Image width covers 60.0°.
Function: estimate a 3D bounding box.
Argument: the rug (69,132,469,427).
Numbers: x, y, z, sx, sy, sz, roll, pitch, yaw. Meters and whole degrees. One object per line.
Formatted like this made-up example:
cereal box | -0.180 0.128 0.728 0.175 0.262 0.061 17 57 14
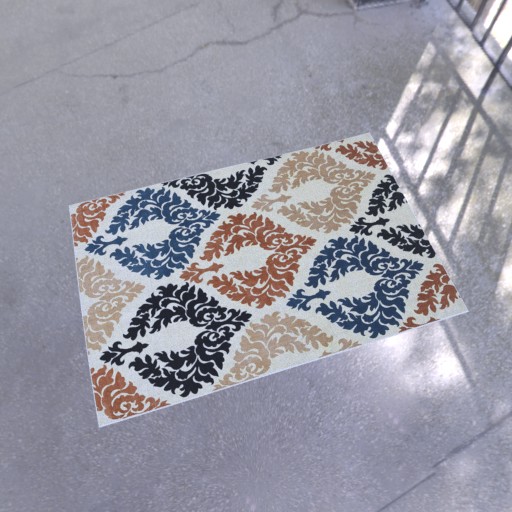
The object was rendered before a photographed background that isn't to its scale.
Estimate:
rug | 0.000 0.000 2.897 2.275 0.014 1.514 -15 64 -8
